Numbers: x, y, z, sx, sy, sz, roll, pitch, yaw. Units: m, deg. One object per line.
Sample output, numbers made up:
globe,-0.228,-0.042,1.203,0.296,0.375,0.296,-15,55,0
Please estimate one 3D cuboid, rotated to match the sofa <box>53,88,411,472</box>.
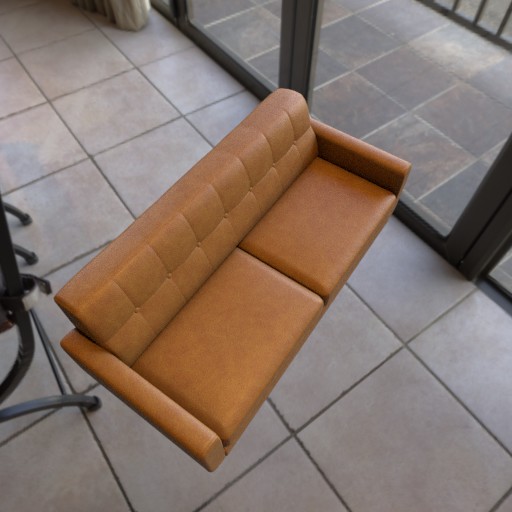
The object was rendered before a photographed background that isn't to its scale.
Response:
sofa,0.000,0.000,2.637,0.980,0.892,2.137,31,62,18
